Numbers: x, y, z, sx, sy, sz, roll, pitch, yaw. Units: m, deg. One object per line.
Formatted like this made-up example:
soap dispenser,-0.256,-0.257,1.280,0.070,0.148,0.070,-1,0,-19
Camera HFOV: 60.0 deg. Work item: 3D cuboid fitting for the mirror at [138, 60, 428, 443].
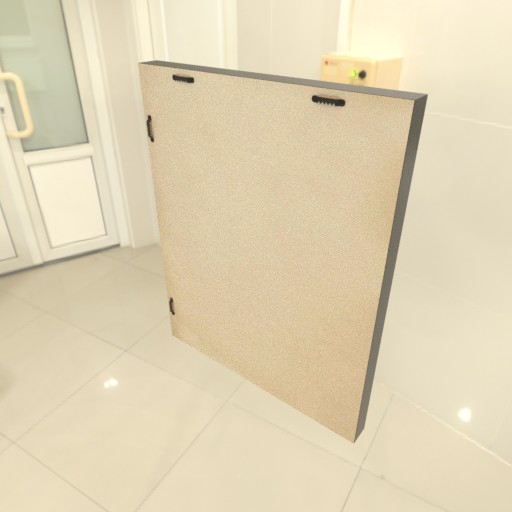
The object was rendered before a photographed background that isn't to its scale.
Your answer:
mirror,0.000,0.000,0.667,0.405,0.508,0.041,22,37,32
